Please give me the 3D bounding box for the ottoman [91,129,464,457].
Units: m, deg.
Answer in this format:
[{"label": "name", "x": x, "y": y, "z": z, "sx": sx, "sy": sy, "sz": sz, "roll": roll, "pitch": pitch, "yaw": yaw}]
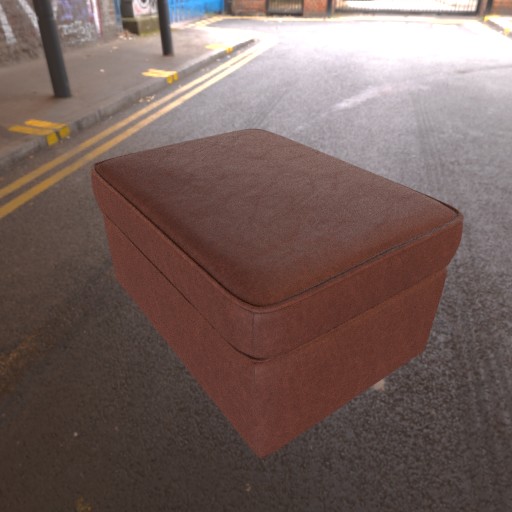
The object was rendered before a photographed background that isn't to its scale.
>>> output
[{"label": "ottoman", "x": 0.000, "y": 0.000, "z": 1.090, "sx": 0.548, "sy": 0.449, "sz": 0.749, "roll": -21, "pitch": 38, "yaw": -30}]
